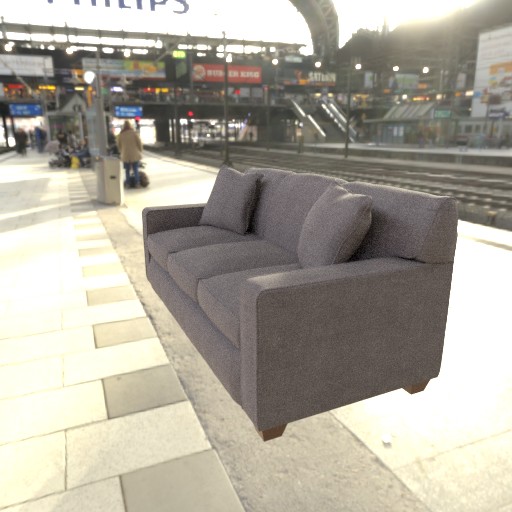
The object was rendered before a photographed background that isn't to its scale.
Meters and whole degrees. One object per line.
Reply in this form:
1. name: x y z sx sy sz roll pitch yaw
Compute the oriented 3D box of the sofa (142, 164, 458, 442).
1. sofa: 0.000 0.000 2.626 0.997 0.958 2.024 -7 17 -24
